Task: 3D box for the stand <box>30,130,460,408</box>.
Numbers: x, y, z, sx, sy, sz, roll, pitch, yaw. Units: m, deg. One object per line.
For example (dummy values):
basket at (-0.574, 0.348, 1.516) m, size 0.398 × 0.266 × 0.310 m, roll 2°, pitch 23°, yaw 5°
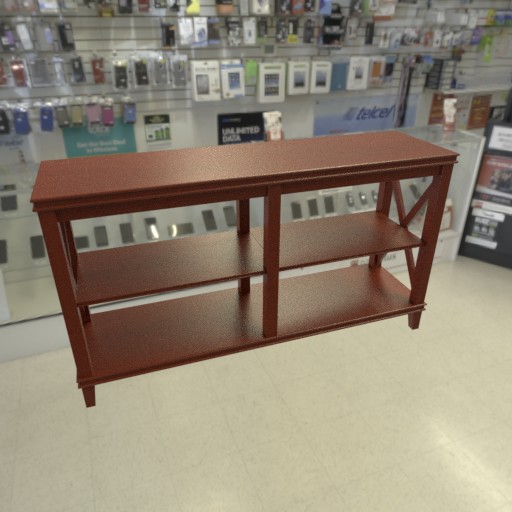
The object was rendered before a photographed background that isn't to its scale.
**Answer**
stand at (0.000, 0.000, 1.682) m, size 1.372 × 0.762 × 0.381 m, roll -9°, pitch 30°, yaw -17°
